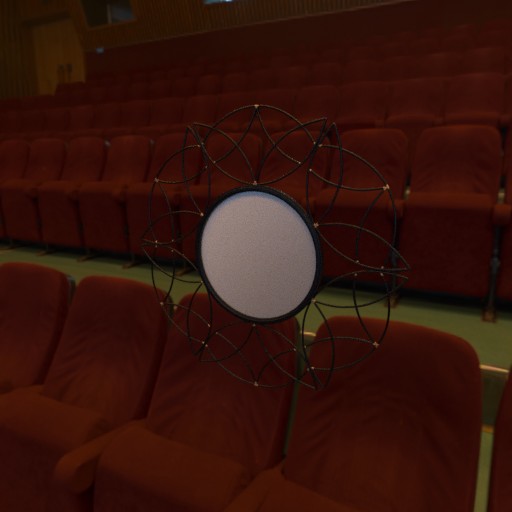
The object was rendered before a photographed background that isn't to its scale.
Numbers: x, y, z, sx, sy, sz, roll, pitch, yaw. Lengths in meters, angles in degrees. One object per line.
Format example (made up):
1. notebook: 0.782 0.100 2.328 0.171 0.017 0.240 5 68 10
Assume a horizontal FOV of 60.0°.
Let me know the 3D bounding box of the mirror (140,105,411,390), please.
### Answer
1. mirror: 0.000 0.000 1.193 0.797 0.775 0.028 6 14 26
